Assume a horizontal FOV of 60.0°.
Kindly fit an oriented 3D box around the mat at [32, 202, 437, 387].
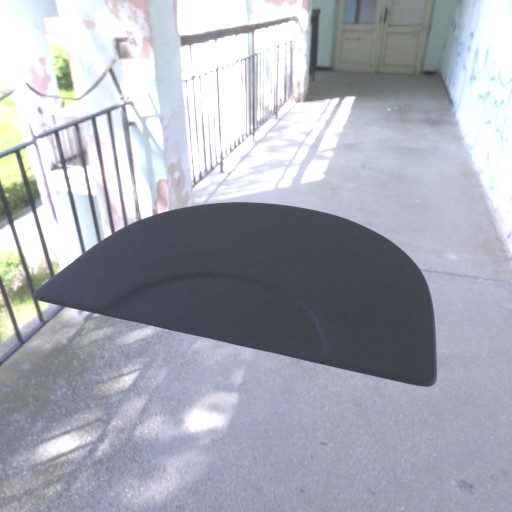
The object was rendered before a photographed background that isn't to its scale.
[{"bbox_3d":[0.000,0.000,1.605,1.220,0.016,0.917,9,32,15],"label":"mat"}]
